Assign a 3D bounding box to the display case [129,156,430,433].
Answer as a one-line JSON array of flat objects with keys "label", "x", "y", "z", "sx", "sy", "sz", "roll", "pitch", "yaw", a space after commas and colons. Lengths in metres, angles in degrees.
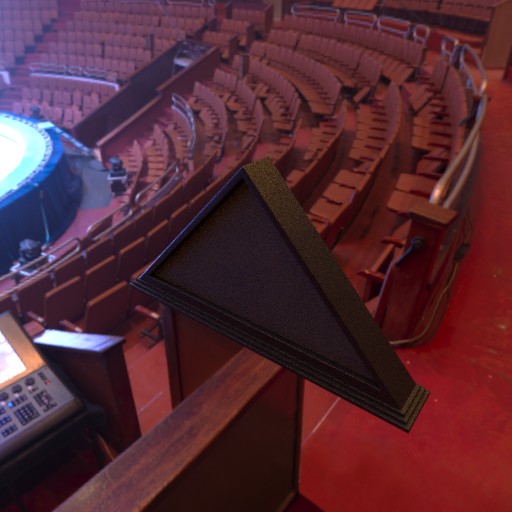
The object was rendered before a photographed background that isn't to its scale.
[{"label": "display case", "x": 0.000, "y": 0.000, "z": 0.771, "sx": 0.640, "sy": 0.340, "sz": 0.095, "roll": 21, "pitch": 37, "yaw": 31}]
